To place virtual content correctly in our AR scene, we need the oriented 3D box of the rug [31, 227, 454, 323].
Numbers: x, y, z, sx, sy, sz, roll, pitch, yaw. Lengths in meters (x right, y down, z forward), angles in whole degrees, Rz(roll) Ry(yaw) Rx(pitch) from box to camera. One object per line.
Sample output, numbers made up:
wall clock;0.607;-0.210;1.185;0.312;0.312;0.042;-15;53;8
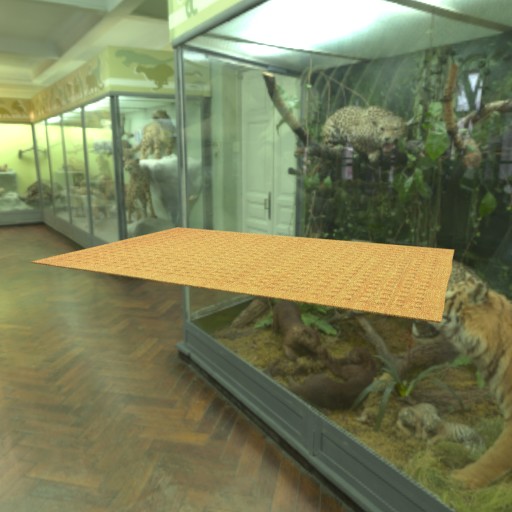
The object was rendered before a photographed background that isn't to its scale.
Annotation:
rug;0.000;0.000;2.166;1.747;0.006;1.143;6;14;25
